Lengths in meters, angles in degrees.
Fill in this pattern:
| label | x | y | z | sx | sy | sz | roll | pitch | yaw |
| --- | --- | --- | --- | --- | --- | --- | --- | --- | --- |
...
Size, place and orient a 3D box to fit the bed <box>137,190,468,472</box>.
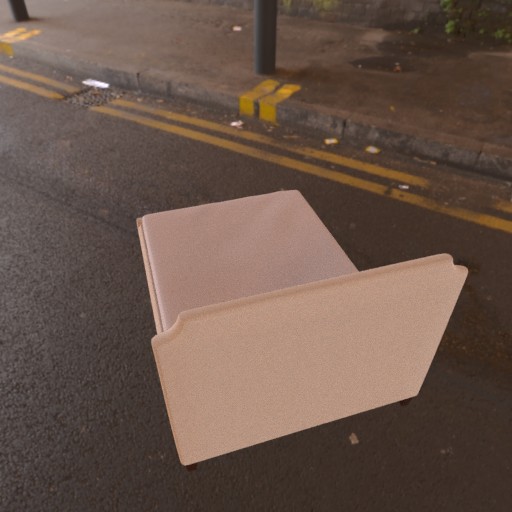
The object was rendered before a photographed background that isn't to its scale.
| label | x | y | z | sx | sy | sz | roll | pitch | yaw |
| --- | --- | --- | --- | --- | --- | --- | --- | --- | --- |
| bed | 0.000 | 0.000 | 3.427 | 1.712 | 1.443 | 2.372 | -11 | 41 | -13 |
